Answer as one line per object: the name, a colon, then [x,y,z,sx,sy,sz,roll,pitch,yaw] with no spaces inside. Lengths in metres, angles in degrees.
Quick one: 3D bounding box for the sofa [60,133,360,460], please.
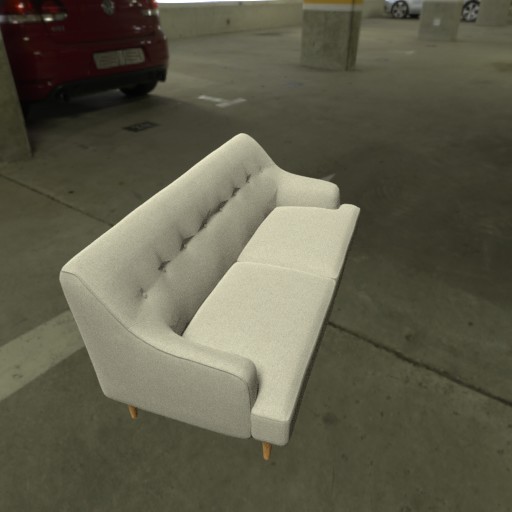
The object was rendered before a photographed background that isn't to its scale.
sofa: [0.000,0.000,2.597,0.978,0.871,2.057,10,33,16]
